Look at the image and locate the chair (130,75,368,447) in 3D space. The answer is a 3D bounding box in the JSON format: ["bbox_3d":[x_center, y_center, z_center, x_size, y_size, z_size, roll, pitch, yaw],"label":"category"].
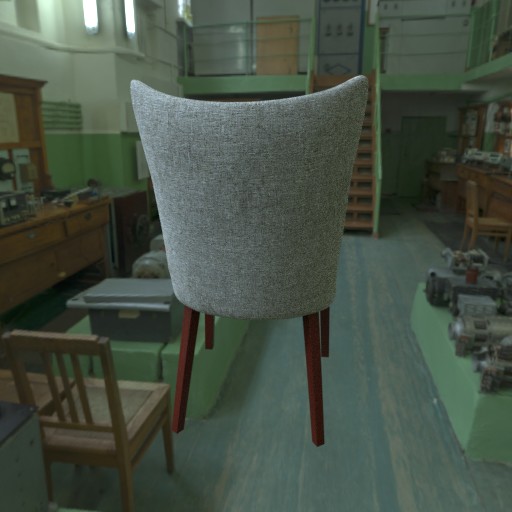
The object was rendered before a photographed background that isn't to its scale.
[{"bbox_3d":[0.000,0.000,1.274,0.535,0.924,0.623,2,17,7],"label":"chair"}]
